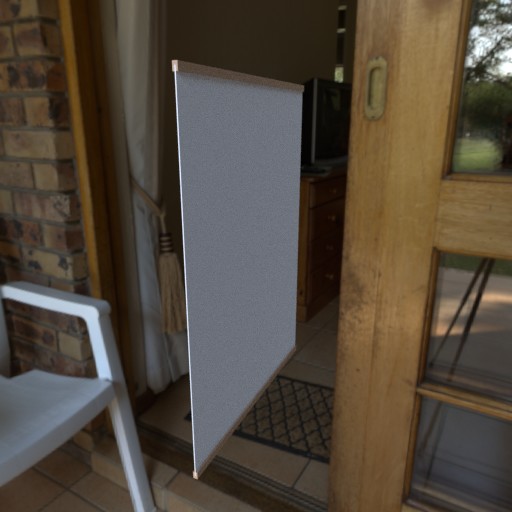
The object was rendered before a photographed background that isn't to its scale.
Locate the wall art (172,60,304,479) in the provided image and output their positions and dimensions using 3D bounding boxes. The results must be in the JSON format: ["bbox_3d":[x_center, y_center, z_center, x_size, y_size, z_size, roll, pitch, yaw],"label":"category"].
[{"bbox_3d":[0.000,0.000,1.349,0.013,1.016,0.758,8,19,24],"label":"wall art"}]
